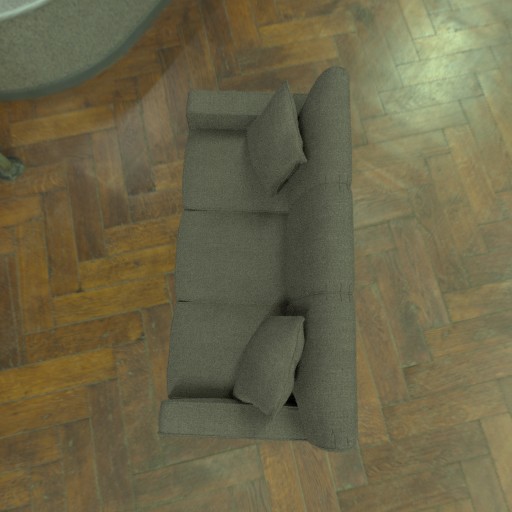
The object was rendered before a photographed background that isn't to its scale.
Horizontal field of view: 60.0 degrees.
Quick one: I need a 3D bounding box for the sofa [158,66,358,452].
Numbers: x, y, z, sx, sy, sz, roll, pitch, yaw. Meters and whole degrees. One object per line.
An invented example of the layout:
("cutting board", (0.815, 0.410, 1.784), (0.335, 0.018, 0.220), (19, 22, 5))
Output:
("sofa", (0.000, 0.000, 2.635), (0.997, 0.958, 2.024), (2, 75, 1))
